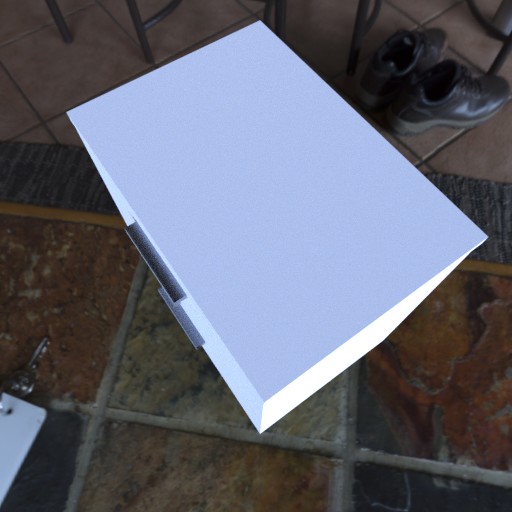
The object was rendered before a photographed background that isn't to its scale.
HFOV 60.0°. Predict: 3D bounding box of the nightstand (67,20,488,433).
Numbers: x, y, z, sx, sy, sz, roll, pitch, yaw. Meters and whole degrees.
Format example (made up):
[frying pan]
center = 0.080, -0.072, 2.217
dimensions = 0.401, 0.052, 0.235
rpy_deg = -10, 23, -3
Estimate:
[nightstand]
center = 0.000, 0.000, 0.741
dimensions = 0.325, 0.460, 0.441
rpy_deg = -32, 69, -14
